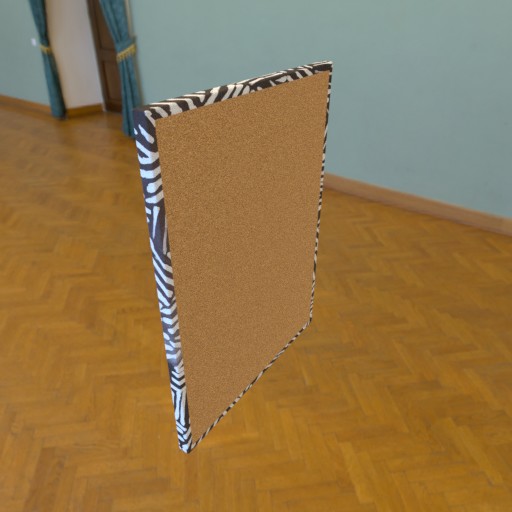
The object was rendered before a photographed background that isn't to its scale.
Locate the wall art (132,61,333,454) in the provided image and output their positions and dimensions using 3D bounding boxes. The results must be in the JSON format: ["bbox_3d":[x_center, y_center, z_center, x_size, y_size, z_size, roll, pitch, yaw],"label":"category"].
[{"bbox_3d":[0.000,0.000,1.355,0.038,1.017,0.765,20,37,29],"label":"wall art"}]
